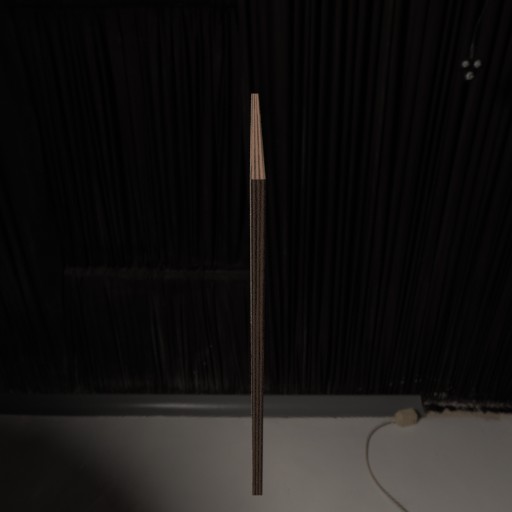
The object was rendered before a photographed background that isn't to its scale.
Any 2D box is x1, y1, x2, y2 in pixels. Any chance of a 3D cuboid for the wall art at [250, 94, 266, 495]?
[{"bbox_3d":[0.000,0.000,0.682,0.013,0.406,0.508,0,28,0],"label":"wall art"}]
